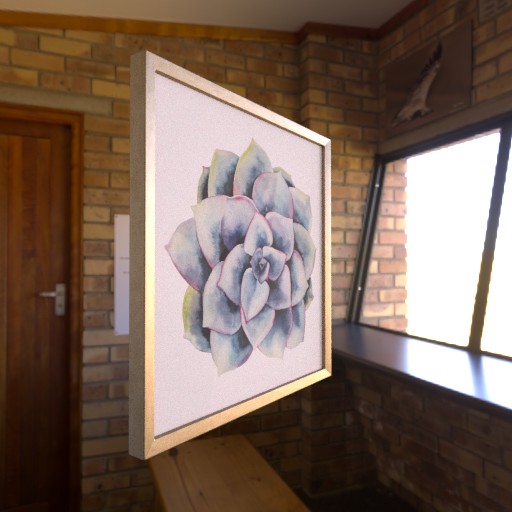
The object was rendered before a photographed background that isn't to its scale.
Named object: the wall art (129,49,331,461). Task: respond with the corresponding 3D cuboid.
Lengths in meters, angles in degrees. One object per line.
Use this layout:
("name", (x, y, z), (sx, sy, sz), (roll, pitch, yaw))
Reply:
("wall art", (0.000, 0.000, 0.755), (0.030, 0.506, 0.503), (-1, -1, 36))
